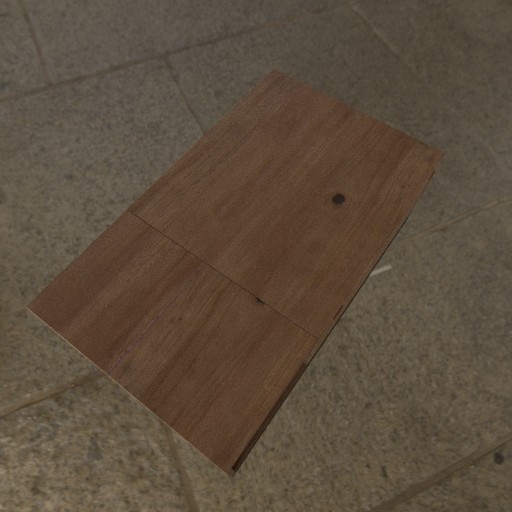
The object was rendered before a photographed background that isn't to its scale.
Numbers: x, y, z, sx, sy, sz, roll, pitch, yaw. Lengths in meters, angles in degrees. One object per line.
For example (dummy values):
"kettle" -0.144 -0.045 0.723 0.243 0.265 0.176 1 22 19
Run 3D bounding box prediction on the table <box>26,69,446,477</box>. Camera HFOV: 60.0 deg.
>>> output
"table" 0.000 0.000 1.422 0.655 0.395 1.101 33 67 16
